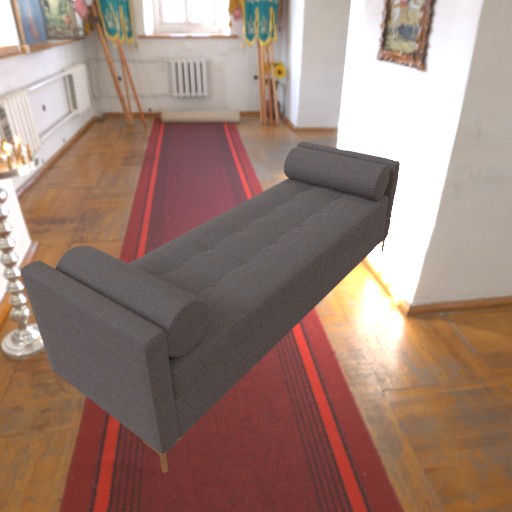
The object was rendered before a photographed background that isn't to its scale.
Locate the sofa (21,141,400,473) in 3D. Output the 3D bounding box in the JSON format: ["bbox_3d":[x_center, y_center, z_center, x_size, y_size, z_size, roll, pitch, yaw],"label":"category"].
[{"bbox_3d":[0.000,0.000,2.266,0.686,0.635,1.981,21,37,31],"label":"sofa"}]
